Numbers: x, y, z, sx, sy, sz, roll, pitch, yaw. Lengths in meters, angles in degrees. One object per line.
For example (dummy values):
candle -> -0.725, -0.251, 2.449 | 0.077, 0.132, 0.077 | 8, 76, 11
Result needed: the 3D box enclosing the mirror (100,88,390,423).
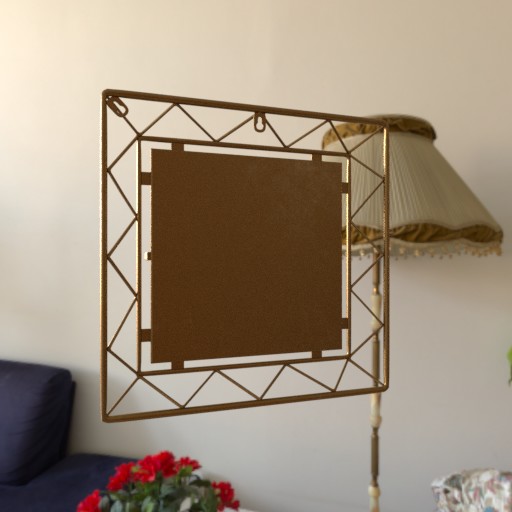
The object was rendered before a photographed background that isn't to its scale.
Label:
mirror -> 0.000, 0.000, 0.628 | 0.416, 0.414, 0.046 | 0, 0, -18
